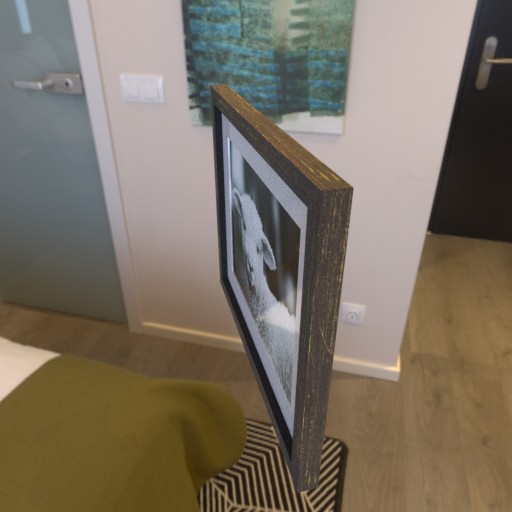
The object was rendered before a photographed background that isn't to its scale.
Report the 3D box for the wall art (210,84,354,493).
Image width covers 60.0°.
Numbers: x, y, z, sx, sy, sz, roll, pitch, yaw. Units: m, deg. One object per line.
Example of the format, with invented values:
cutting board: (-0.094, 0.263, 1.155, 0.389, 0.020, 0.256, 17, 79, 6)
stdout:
wall art: (0.000, 0.000, 0.747, 0.032, 0.457, 0.558, -8, 31, -13)
